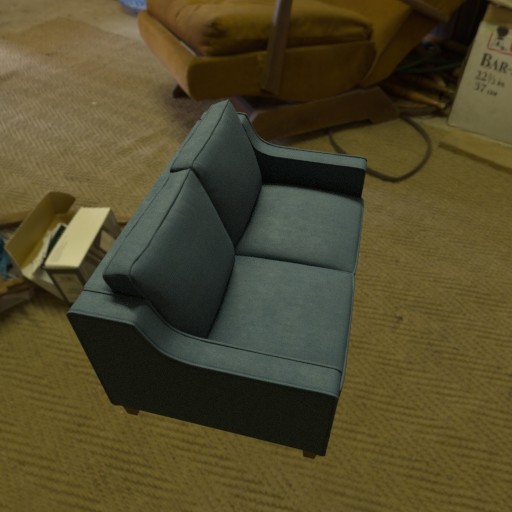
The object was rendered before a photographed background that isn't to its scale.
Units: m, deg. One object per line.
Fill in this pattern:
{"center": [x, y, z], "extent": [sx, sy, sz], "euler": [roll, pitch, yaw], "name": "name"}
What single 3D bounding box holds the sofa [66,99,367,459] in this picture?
{"center": [0.000, 0.000, 2.183], "extent": [0.987, 0.971, 1.501], "euler": [10, 46, 10], "name": "sofa"}
